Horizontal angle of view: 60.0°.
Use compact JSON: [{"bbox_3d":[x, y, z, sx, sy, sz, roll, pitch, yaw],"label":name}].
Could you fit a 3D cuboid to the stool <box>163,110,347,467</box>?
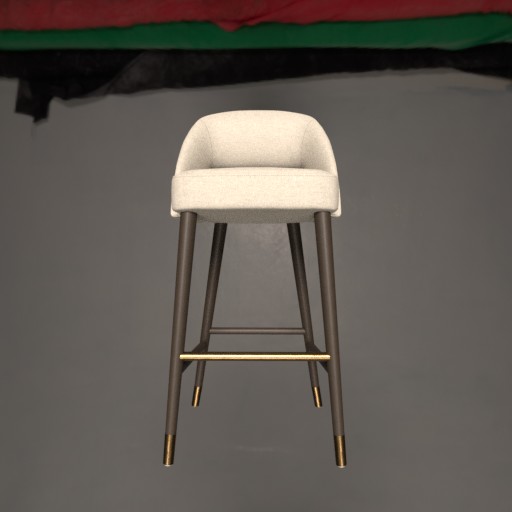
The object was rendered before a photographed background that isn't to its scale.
[{"bbox_3d":[0.000,0.000,1.340,0.494,1.037,0.509,0,0,1],"label":"stool"}]
